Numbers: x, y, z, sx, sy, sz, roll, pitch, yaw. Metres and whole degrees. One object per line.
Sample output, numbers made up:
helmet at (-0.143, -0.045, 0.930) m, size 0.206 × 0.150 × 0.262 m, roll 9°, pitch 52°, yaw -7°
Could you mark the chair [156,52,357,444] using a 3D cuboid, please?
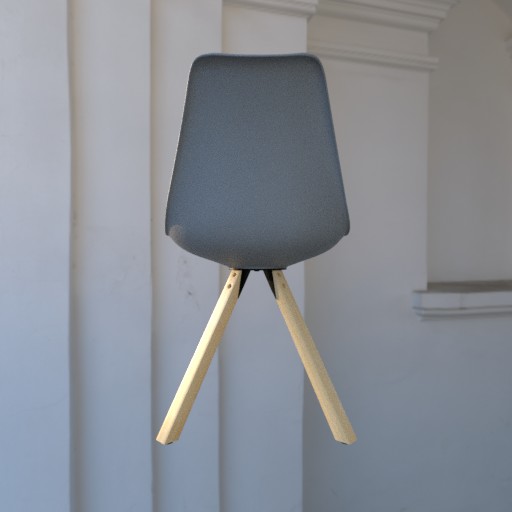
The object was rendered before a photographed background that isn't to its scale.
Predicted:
chair at (0.000, 0.000, 1.180) m, size 0.485 × 0.850 × 0.549 m, roll 0°, pitch 0°, yaw 0°
